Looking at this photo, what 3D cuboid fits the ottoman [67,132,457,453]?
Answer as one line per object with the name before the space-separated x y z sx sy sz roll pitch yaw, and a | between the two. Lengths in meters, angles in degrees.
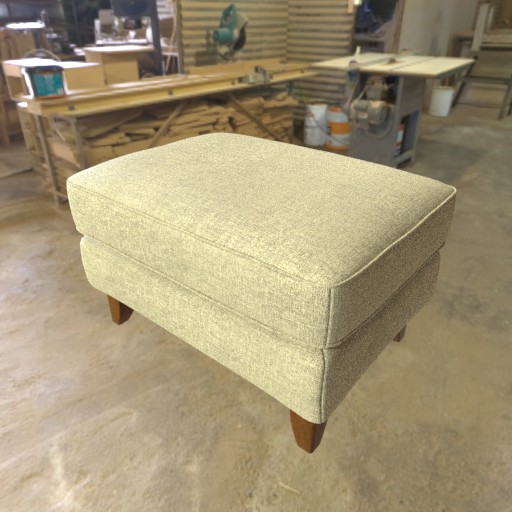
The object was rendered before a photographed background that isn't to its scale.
ottoman | 0.000 0.000 1.290 0.889 0.561 0.661 22 36 34
